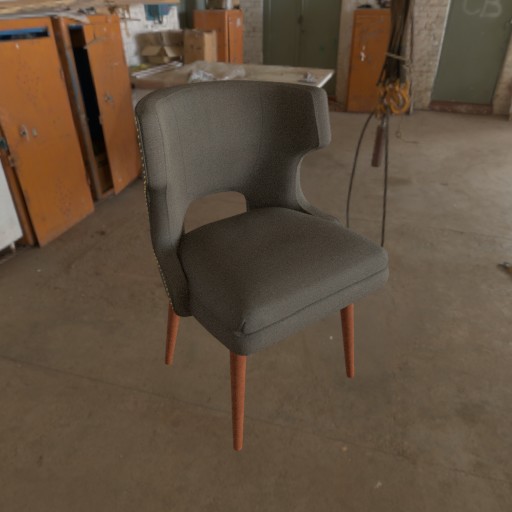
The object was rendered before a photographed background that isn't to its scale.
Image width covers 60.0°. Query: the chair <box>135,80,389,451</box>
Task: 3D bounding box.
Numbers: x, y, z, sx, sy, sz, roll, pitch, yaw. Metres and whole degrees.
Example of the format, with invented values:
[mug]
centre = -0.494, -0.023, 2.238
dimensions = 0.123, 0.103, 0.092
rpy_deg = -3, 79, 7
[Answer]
[chair]
centre = 0.000, 0.000, 1.255
dimensions = 0.595, 0.863, 0.581
rpy_deg = -21, 36, -31
